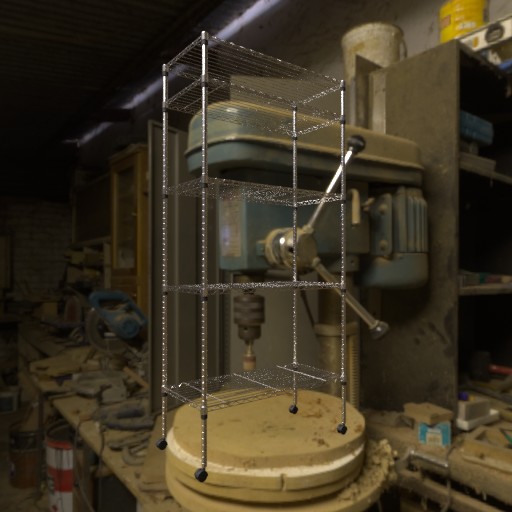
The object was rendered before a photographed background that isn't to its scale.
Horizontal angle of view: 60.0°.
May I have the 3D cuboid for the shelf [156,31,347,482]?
[{"bbox_3d":[0.000,0.000,1.913,0.762,1.587,0.356,1,-1,-36],"label":"shelf"}]
